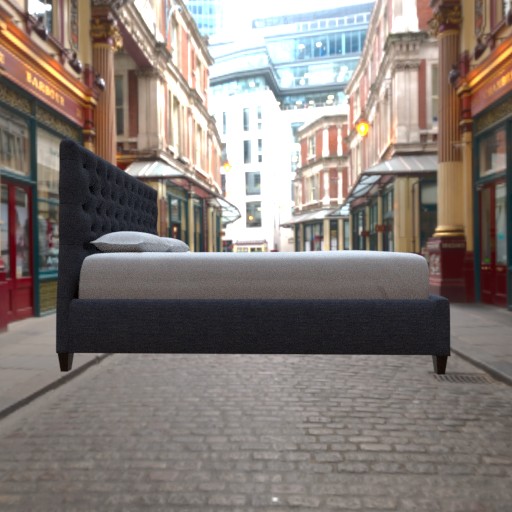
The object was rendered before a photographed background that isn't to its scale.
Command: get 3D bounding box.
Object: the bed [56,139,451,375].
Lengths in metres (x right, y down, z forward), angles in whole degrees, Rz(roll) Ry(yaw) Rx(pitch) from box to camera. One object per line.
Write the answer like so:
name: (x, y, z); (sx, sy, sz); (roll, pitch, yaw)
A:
bed: (0.000, 0.000, 3.678); (2.387, 1.427, 2.078); (0, 0, 2)
